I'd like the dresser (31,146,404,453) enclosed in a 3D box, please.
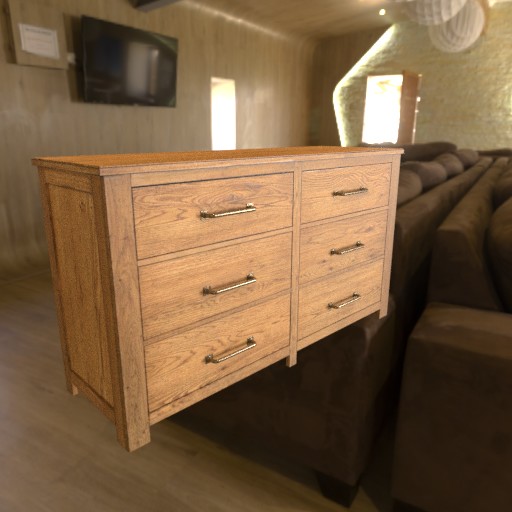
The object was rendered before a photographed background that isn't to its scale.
[{"bbox_3d":[0.000,0.000,2.044,1.657,0.932,0.563,-15,22,-42],"label":"dresser"}]
